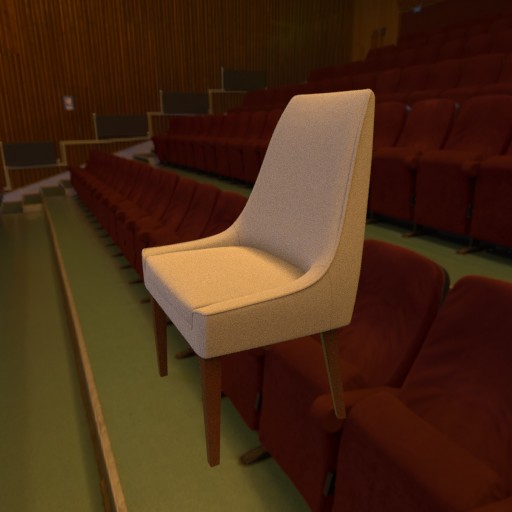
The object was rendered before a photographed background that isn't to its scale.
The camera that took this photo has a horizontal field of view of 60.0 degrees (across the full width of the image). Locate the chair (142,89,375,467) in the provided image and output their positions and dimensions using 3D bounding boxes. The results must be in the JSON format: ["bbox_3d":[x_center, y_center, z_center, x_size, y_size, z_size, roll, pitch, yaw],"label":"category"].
[{"bbox_3d":[0.000,0.000,1.223,0.544,0.861,0.529,-9,19,-26],"label":"chair"}]
